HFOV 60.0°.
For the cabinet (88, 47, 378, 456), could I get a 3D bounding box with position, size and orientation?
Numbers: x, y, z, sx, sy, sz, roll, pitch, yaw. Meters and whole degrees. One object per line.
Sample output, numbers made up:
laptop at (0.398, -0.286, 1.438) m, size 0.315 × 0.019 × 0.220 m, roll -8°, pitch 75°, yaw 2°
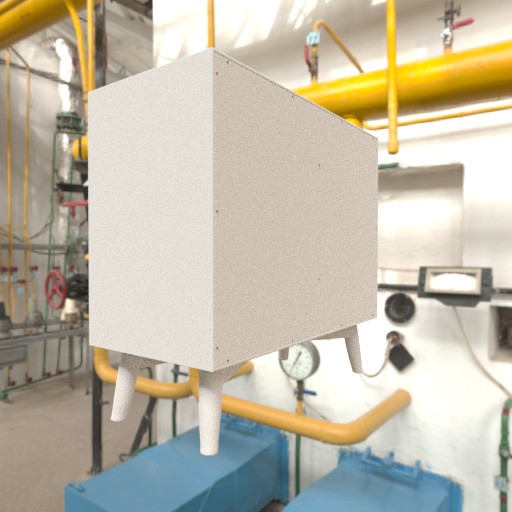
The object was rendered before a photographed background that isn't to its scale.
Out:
cabinet at (0.000, 0.000, 1.238) m, size 0.398 × 0.761 × 0.800 m, roll 1°, pitch 1°, yaw 36°
